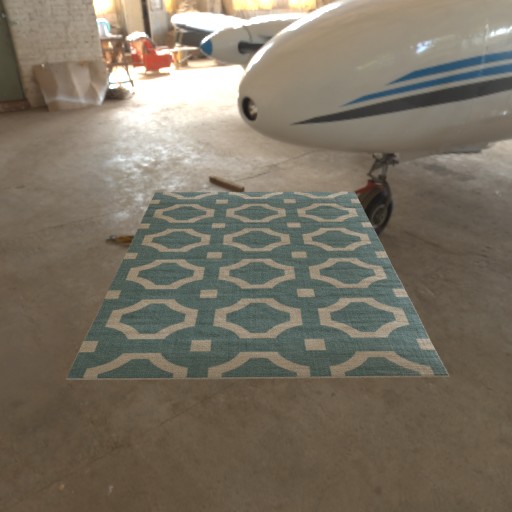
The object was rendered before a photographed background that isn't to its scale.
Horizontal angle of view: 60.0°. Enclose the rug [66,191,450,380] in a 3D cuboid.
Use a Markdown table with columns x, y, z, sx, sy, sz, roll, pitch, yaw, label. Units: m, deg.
| x | y | z | sx | sy | sz | roll | pitch | yaw | label |
| --- | --- | --- | --- | --- | --- | --- | --- | --- | --- |
| 0.000 | 0.000 | 4.148 | 2.466 | 0.021 | 3.049 | 0 | 31 | 0 | rug |
